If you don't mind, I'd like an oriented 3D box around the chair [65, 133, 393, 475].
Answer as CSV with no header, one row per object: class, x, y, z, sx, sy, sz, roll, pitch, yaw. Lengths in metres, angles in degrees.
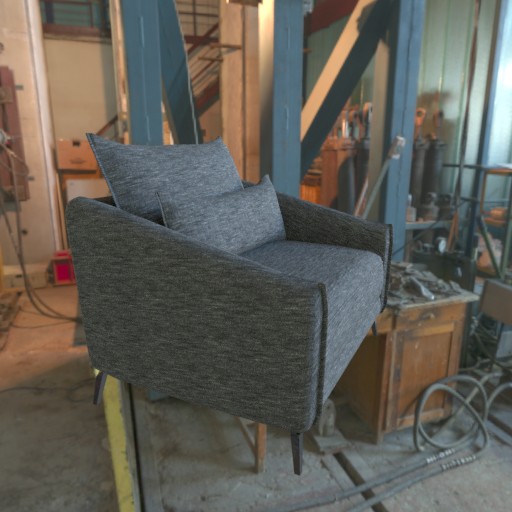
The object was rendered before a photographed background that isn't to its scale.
chair,0.000,0.000,1.578,0.805,0.842,1.004,7,16,26
